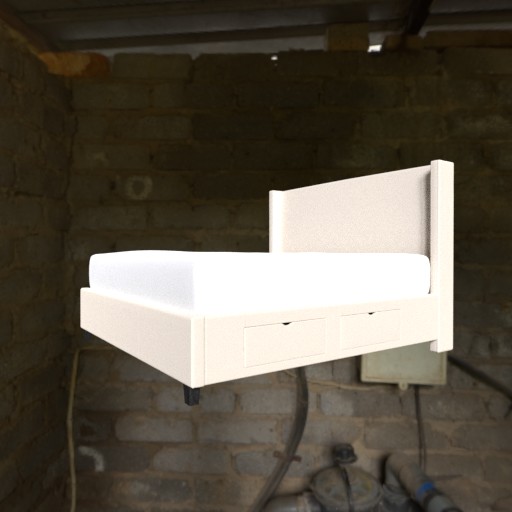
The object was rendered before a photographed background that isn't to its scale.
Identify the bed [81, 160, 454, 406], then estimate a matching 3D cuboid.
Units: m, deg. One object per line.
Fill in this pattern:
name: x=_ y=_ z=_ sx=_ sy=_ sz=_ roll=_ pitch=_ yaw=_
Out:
bed: x=0.000 y=0.000 z=3.678 sx=2.293 sy=1.471 sz=2.145 roll=0 pitch=1 yaw=-35
